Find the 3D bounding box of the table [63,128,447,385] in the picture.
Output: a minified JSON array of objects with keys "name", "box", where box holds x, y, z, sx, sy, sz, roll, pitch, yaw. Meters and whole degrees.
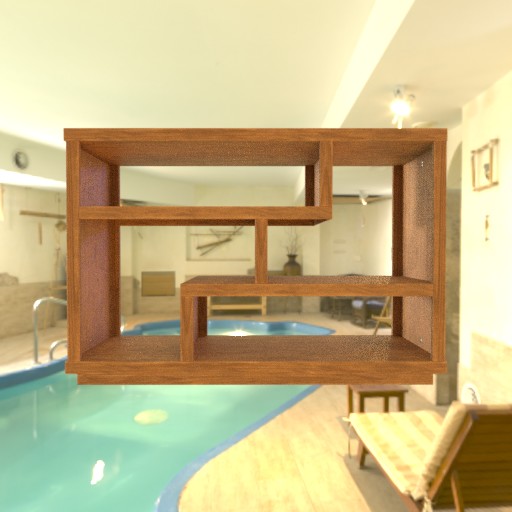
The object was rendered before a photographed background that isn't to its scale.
[{"name":"table","box":[0.000,0.000,1.534,1.151,0.771,0.410,0,1,0]}]
